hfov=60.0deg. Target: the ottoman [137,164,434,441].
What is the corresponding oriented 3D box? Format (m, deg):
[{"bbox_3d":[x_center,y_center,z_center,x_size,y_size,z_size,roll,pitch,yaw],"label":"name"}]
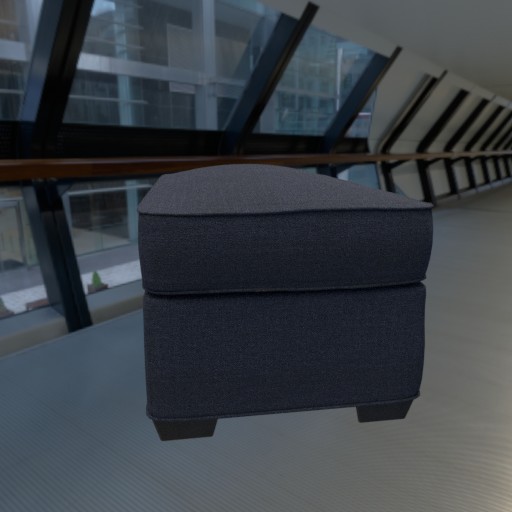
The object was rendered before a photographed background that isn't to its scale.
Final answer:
[{"bbox_3d":[0.000,0.000,1.150,0.505,0.453,0.895,-2,15,-8],"label":"ottoman"}]
